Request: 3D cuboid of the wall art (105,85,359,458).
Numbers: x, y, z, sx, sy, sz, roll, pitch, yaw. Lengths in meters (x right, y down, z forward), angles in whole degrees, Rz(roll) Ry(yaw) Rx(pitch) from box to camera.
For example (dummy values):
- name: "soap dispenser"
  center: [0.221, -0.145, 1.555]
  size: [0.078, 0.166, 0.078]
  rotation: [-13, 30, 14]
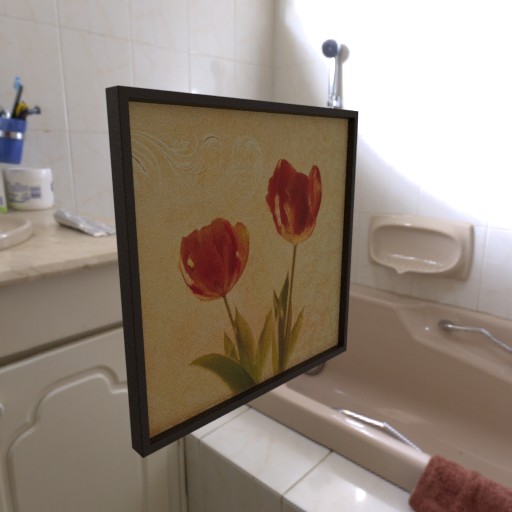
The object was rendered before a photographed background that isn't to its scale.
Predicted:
- name: "wall art"
  center: [0.000, 0.000, 0.531]
  size: [0.349, 0.349, 0.038]
  rotation: [-13, 18, -43]
